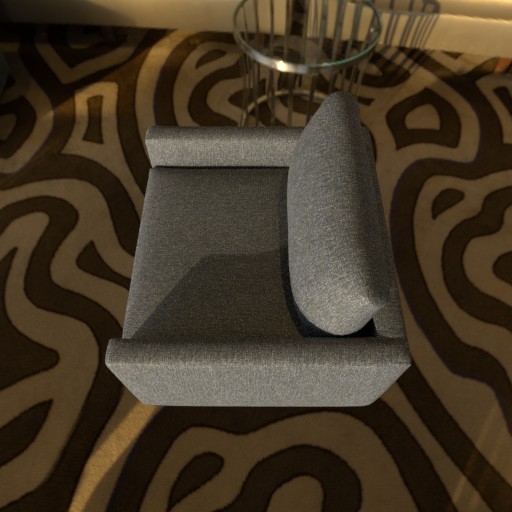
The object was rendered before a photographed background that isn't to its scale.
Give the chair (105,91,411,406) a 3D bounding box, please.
[{"bbox_3d":[0.000,0.000,1.611,0.866,0.861,0.963,0,59,0],"label":"chair"}]
